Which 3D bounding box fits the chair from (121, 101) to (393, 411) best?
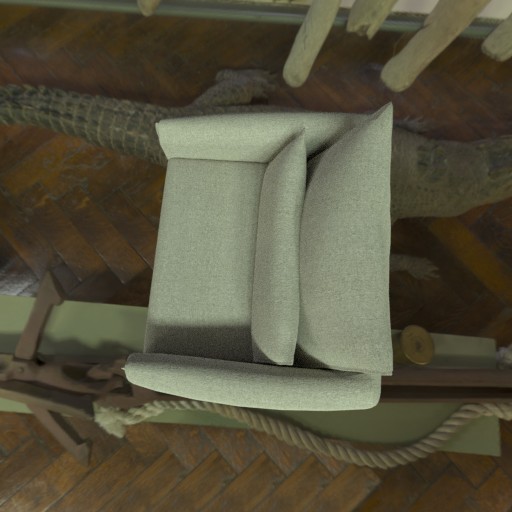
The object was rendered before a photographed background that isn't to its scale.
[{"bbox_3d":[0.000,0.000,1.596,0.801,0.856,1.029,4,77,1],"label":"chair"}]
